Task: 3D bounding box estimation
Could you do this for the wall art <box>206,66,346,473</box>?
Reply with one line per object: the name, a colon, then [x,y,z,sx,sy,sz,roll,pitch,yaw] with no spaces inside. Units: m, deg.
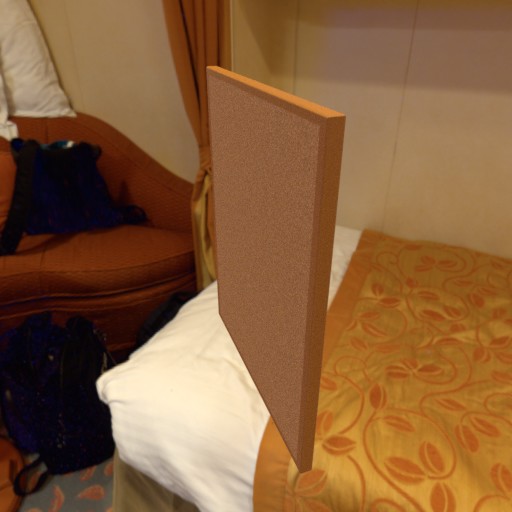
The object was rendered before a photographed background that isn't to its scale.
wall art: [0.000,0.000,0.517,0.015,0.379,0.310,-11,31,-18]
